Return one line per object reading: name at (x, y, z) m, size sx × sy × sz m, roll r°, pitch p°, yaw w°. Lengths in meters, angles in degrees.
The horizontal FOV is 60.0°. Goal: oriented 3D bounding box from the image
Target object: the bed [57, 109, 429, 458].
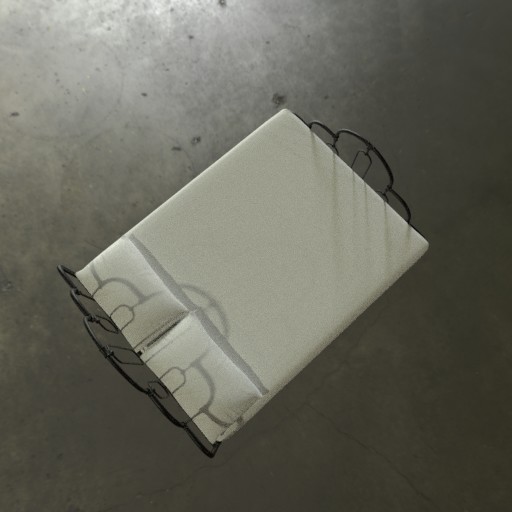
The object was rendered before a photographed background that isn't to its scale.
bed at (0.000, 0.000, 3.208) m, size 2.181 × 1.444 × 1.626 m, roll -41°, pitch 79°, yaw -10°
